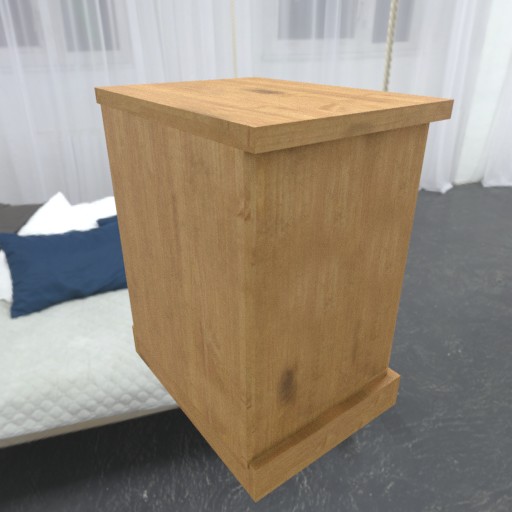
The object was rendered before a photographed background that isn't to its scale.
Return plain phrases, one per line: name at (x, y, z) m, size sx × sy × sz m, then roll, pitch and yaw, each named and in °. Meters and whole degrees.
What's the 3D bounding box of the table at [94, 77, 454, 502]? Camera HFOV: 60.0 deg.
table at (0.000, 0.000, 1.168) m, size 0.500 × 0.813 × 0.660 m, roll -18°, pitch 32°, yaw -32°
